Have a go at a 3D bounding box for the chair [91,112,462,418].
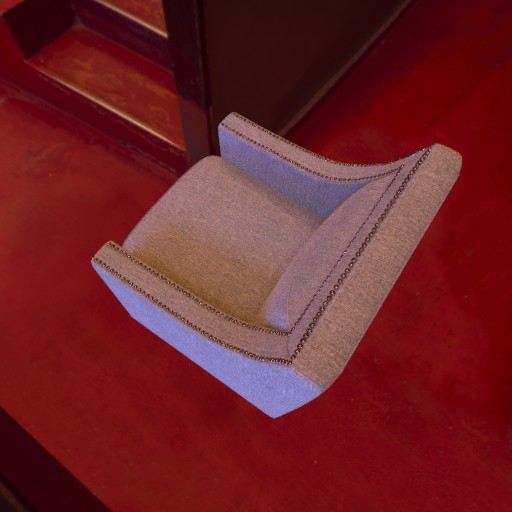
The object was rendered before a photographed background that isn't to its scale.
[{"bbox_3d":[0.000,0.000,1.597,0.884,0.967,0.776,32,68,15],"label":"chair"}]
